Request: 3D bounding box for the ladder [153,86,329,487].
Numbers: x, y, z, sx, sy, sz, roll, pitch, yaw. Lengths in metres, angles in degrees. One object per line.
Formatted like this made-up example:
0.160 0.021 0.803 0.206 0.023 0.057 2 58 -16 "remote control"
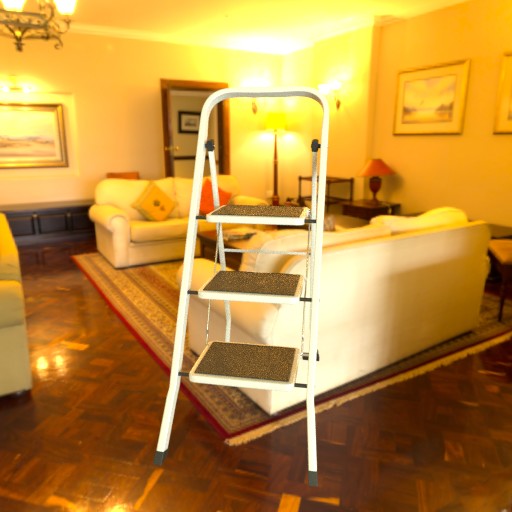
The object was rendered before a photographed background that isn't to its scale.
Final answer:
0.000 0.000 1.409 0.460 1.050 0.711 3 15 10 "ladder"
